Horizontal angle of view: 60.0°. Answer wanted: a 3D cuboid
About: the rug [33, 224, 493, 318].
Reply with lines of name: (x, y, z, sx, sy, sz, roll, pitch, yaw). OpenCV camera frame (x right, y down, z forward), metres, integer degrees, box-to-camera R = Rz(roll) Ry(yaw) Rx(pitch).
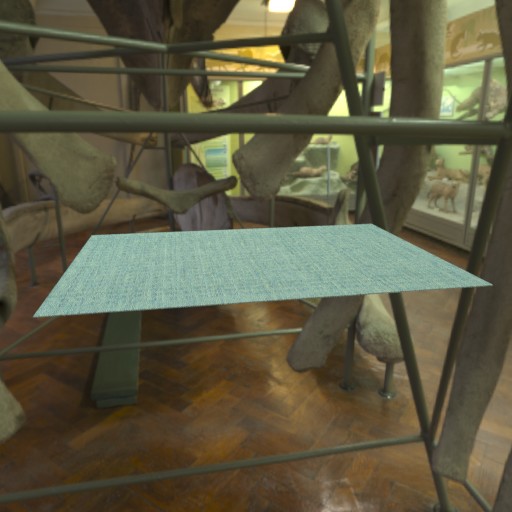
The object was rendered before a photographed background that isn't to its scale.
rug: (0.000, 0.000, 2.879, 2.286, 0.006, 1.522, -3, 17, -10)
